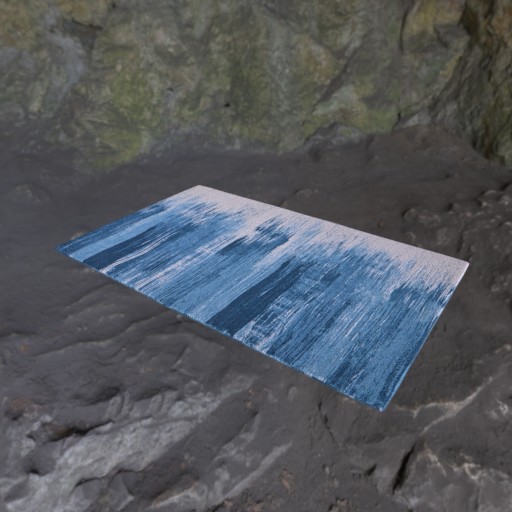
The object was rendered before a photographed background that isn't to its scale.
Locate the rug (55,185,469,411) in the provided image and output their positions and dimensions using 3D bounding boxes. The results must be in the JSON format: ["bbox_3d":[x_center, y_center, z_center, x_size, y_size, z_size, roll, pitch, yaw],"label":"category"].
[{"bbox_3d":[0.000,0.000,3.051,2.450,0.027,1.540,20,36,30],"label":"rug"}]
